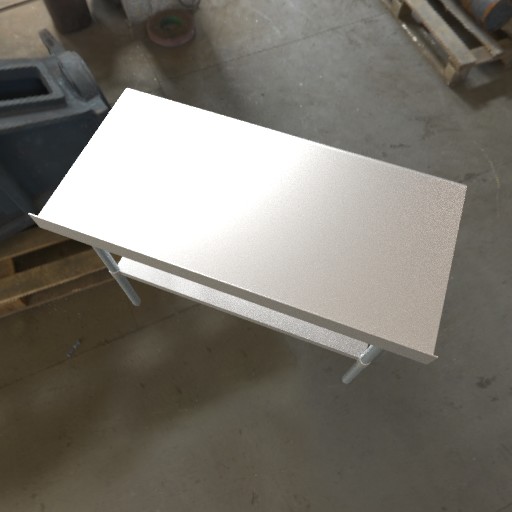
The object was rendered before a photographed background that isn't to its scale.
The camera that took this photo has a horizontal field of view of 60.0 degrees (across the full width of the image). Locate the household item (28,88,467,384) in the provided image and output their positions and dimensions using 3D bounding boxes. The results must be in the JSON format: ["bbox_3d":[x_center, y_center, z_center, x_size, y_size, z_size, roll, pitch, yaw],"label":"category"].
[{"bbox_3d":[0.000,0.000,1.732,1.219,0.851,0.610,19,65,9],"label":"household item"}]
